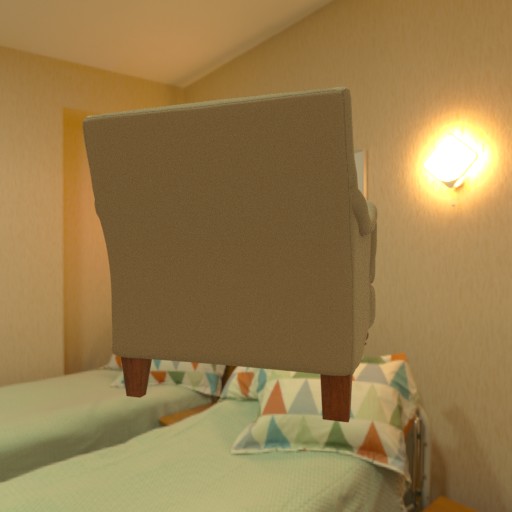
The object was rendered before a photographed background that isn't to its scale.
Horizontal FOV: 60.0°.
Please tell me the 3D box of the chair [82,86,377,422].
[{"bbox_3d":[0.000,0.000,1.833,0.955,1.038,1.070,0,1,18],"label":"chair"}]
